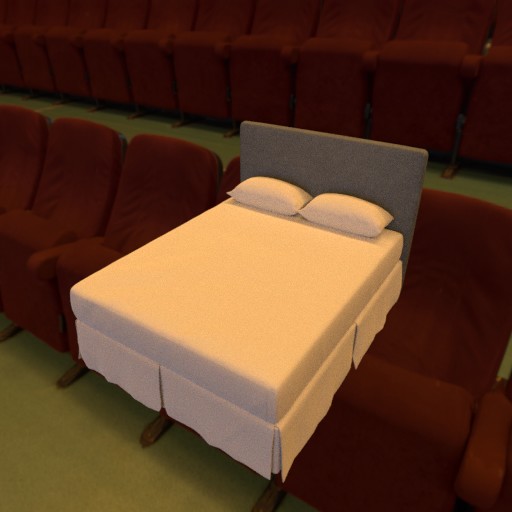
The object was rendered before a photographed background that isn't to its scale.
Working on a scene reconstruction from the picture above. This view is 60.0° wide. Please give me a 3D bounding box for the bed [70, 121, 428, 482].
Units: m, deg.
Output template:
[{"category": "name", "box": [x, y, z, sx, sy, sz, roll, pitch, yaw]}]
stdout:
[{"category": "bed", "box": [0.000, 0.000, 3.205, 1.713, 1.330, 2.142, 18, 35, 28]}]
